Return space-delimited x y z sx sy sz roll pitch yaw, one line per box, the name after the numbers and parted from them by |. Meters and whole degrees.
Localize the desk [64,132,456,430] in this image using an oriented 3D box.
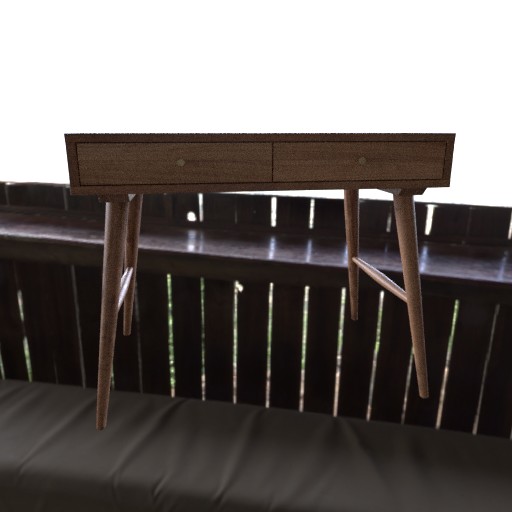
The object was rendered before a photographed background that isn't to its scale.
0.000 0.000 1.412 0.949 0.758 0.588 -2 16 -9 | desk
